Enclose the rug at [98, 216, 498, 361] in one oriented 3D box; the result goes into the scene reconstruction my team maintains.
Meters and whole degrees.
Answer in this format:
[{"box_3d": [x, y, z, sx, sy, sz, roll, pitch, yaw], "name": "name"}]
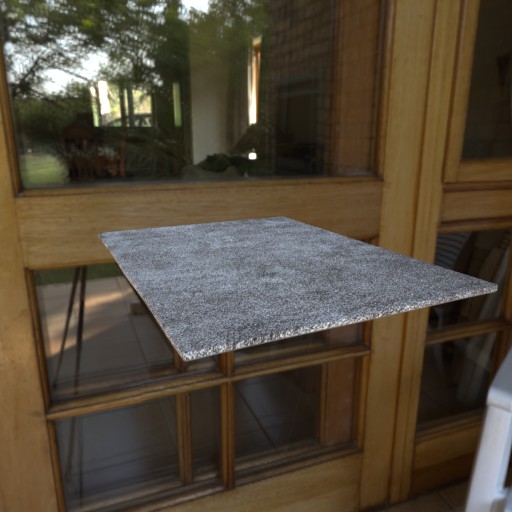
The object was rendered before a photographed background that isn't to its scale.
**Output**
[{"box_3d": [0.000, 0.000, 2.064, 1.198, 0.025, 1.601, -7, 17, -25], "name": "rug"}]
